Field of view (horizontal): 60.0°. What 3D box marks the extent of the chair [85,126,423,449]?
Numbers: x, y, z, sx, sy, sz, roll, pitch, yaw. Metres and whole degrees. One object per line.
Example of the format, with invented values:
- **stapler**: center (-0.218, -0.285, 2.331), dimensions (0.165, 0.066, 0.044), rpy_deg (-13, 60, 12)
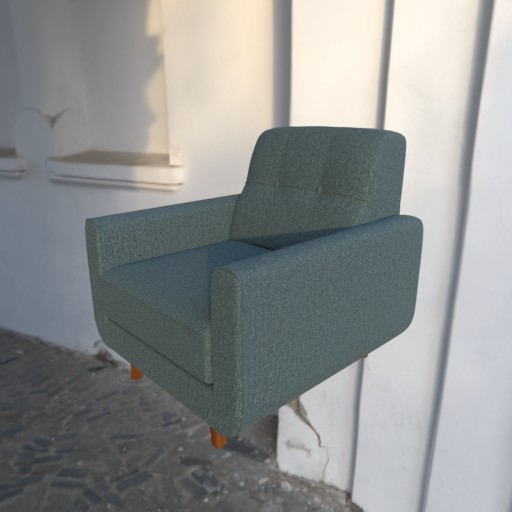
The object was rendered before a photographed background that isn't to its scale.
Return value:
- **chair**: center (0.000, 0.000, 1.679), dimensions (0.964, 0.940, 0.880), rpy_deg (-15, 23, -41)
